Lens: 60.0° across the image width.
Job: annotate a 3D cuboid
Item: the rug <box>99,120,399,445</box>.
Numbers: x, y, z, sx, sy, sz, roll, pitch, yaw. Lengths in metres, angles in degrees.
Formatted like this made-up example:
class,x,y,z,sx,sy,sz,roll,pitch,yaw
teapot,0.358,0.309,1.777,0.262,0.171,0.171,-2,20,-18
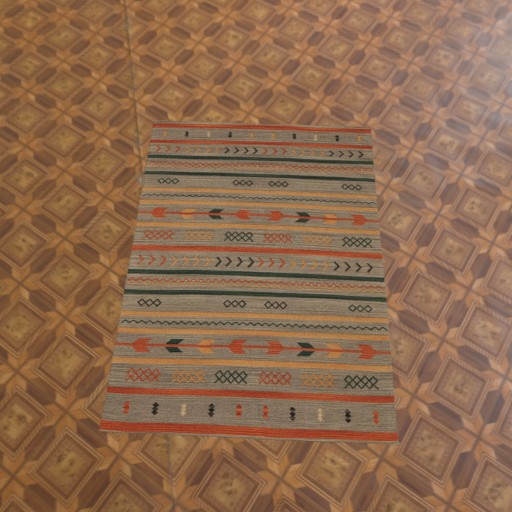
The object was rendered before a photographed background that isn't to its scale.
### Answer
class,x,y,z,sx,sy,sz,roll,pitch,yaw
rug,0.000,0.000,3.959,2.263,0.022,3.029,2,65,1
